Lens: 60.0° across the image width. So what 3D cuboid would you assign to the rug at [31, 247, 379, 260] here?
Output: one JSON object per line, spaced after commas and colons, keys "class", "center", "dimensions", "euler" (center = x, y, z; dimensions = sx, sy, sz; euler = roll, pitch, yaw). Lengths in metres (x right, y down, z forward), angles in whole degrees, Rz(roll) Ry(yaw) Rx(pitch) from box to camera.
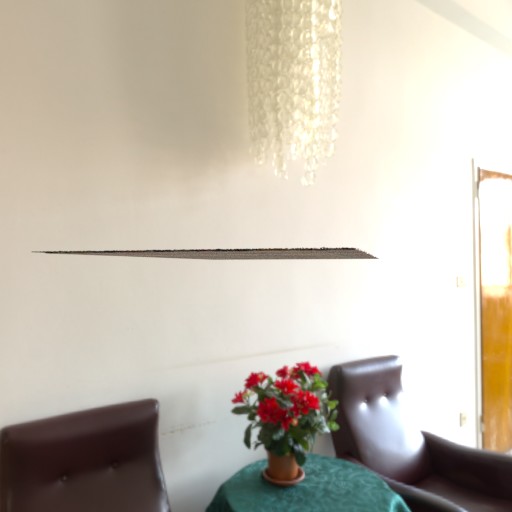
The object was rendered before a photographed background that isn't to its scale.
{"class": "rug", "center": [0.000, 0.000, 2.358], "dimensions": [1.217, 0.012, 1.848], "euler": [0, -1, 18]}
